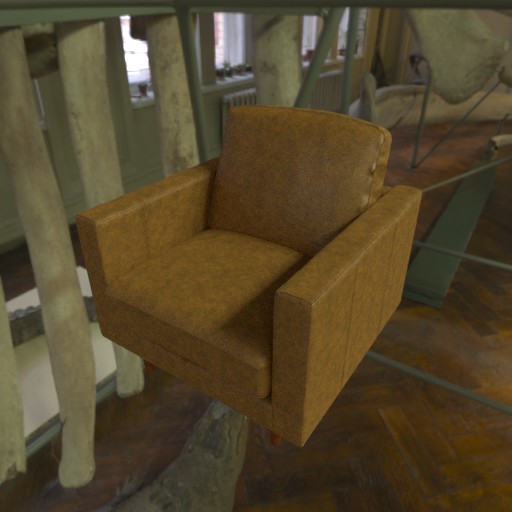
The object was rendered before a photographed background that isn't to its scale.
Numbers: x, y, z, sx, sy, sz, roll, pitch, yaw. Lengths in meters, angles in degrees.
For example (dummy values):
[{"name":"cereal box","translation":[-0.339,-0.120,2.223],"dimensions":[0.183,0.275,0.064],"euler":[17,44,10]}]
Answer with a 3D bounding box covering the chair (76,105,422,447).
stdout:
[{"name":"chair","translation":[0.000,0.000,1.643],"dimensions":[0.890,0.956,0.909],"euler":[19,35,29]}]
